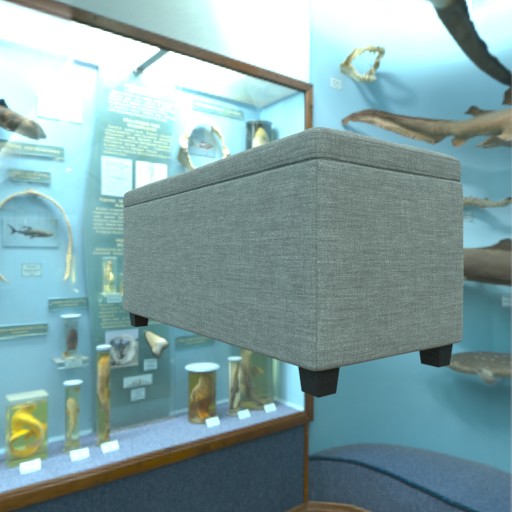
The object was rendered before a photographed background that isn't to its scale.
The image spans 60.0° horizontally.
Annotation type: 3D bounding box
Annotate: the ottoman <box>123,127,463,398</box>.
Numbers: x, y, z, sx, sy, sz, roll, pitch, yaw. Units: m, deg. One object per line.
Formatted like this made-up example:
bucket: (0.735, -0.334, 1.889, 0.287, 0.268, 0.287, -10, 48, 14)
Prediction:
ottoman: (0.000, 0.000, 1.125, 0.419, 0.432, 0.902, 0, 0, -35)
